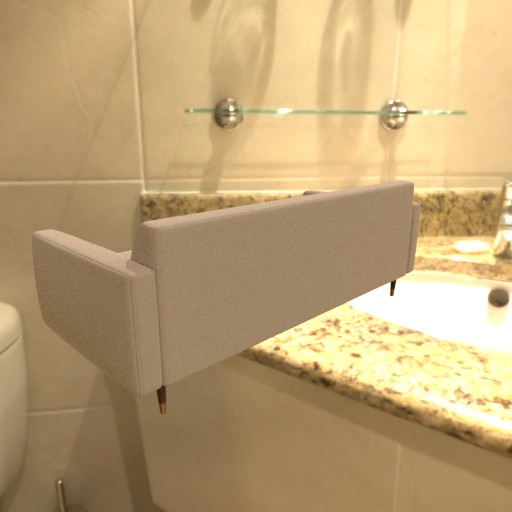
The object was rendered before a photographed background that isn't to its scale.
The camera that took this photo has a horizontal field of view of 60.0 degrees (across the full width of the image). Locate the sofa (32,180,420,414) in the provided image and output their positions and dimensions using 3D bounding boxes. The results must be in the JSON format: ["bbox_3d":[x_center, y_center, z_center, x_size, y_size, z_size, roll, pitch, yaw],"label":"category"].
[{"bbox_3d":[0.000,0.000,2.682,2.291,0.821,0.990,-15,22,-43],"label":"sofa"}]
